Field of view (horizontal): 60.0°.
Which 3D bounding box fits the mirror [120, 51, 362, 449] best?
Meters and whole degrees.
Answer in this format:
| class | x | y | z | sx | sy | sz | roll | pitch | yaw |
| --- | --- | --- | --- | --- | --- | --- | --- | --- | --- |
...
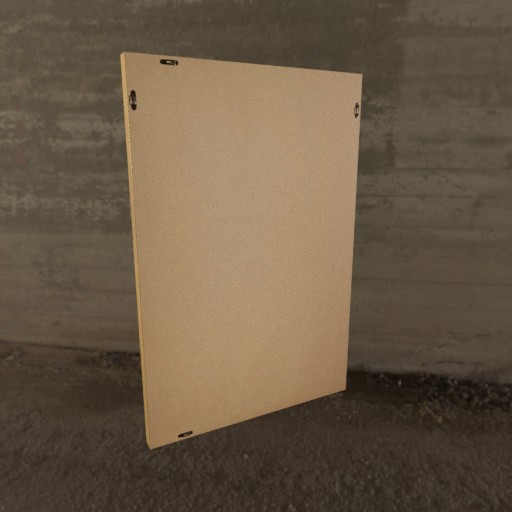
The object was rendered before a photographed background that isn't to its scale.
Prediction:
| class | x | y | z | sx | sy | sz | roll | pitch | yaw |
| --- | --- | --- | --- | --- | --- | --- | --- | --- | --- |
| mirror | 0.000 | 0.000 | 1.142 | 0.609 | 0.915 | 0.041 | -7 | 16 | -27 |
